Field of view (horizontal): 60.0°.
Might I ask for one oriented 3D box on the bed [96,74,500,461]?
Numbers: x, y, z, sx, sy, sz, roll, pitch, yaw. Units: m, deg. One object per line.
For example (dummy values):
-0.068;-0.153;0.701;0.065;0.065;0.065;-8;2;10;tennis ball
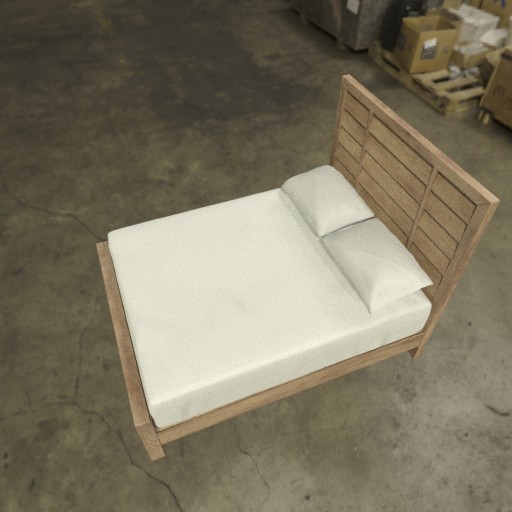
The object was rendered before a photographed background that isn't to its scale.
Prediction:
0.000;0.000;3.220;2.197;1.626;1.626;-16;49;-15;bed
